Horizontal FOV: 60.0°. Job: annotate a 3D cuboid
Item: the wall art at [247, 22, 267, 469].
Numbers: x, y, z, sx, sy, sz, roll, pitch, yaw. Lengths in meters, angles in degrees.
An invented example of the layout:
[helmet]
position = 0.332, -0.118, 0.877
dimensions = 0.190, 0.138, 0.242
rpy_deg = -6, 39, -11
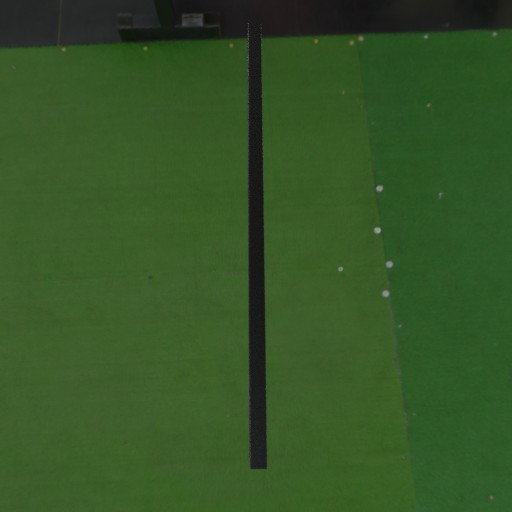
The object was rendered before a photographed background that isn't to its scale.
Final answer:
[wall art]
position = 0.000, 0.000, 0.845
dimensions = 0.022, 0.446, 0.659
rpy_deg = 0, 75, 0
